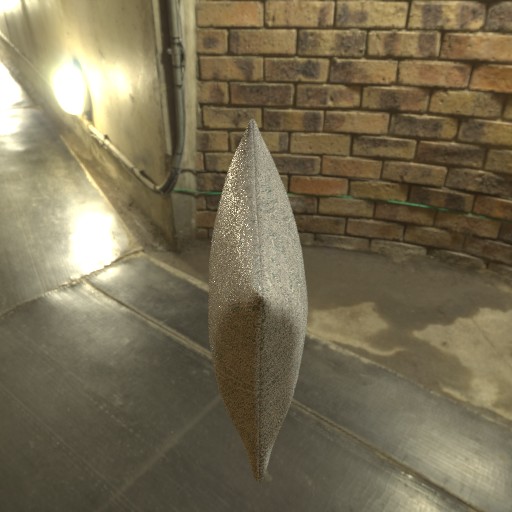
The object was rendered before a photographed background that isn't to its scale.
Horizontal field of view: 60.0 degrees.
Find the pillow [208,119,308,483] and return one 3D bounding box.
[{"bbox_3d":[0.000,0.000,0.742,0.151,0.295,0.615,-1,32,-1],"label":"pillow"}]
